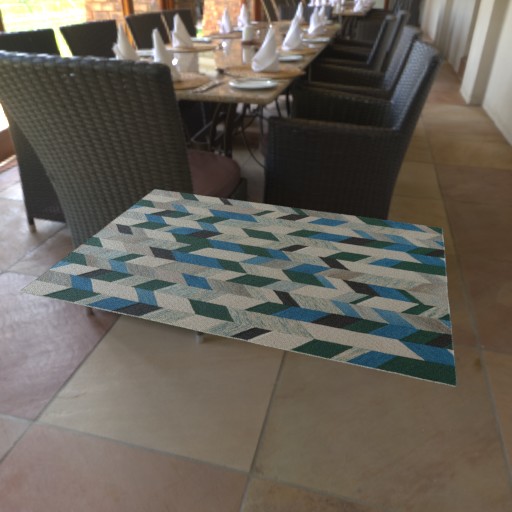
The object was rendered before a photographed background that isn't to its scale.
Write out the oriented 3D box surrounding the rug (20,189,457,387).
[{"bbox_3d":[0.000,0.000,2.239,1.827,0.005,1.229,9,32,15],"label":"rug"}]
